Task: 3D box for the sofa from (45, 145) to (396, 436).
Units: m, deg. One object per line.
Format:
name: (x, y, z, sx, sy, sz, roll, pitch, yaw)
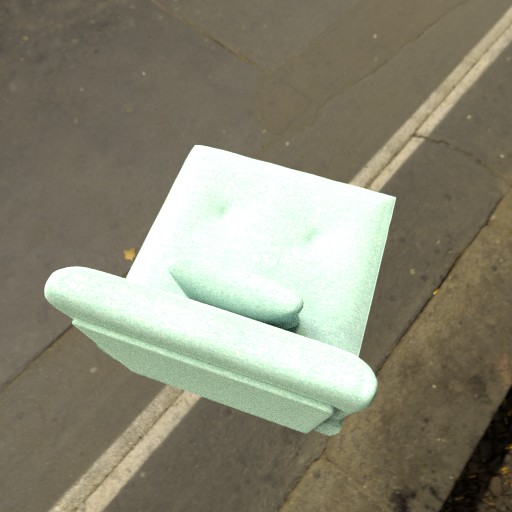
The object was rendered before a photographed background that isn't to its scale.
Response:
sofa: (0.000, 0.000, 1.657, 0.930, 0.820, 1.000, 17, 65, 8)
